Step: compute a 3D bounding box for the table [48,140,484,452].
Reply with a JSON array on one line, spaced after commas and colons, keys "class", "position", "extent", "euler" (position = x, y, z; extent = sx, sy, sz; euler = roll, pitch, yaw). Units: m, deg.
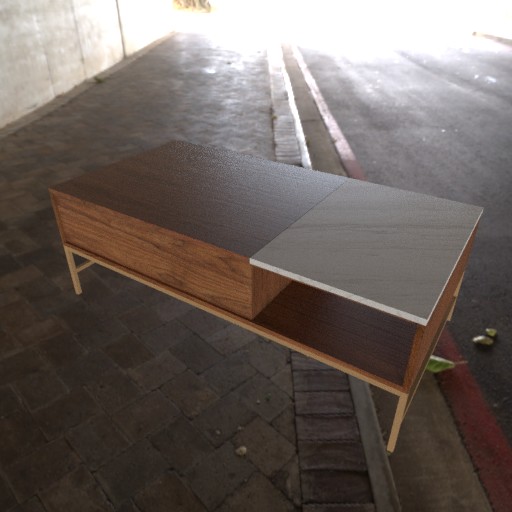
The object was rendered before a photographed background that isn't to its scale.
[{"class": "table", "position": [0.000, 0.000, 1.910], "extent": [1.553, 0.551, 0.789], "euler": [19, 36, 28]}]
